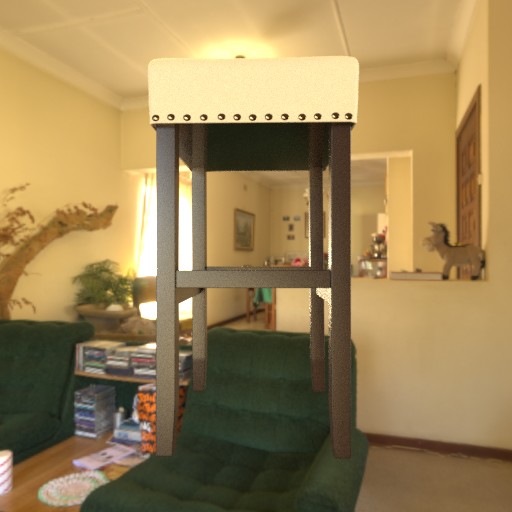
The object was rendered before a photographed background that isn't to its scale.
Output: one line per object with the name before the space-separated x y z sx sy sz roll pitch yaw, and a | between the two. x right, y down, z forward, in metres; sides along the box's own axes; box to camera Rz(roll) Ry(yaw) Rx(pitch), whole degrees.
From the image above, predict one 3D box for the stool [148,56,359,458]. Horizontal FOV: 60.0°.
stool | 0.000 0.000 1.055 0.401 0.762 0.471 0 0 2
